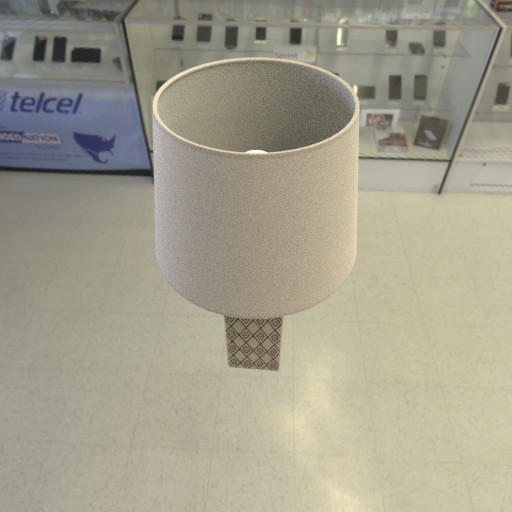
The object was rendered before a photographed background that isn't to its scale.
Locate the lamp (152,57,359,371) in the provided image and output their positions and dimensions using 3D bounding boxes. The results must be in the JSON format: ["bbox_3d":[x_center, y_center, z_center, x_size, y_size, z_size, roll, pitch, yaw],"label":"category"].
[{"bbox_3d":[0.000,0.000,0.584,0.251,0.435,0.251,0,45,0],"label":"lamp"}]
